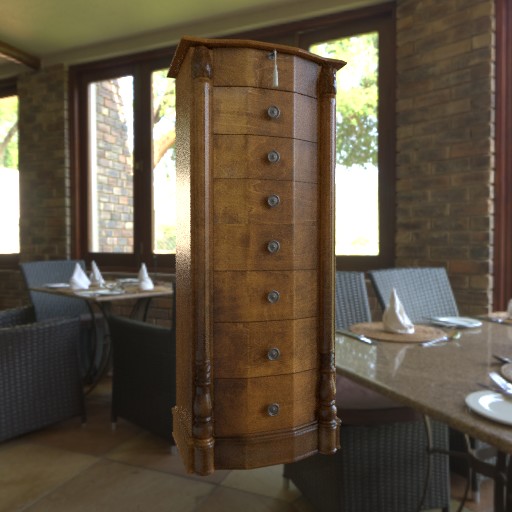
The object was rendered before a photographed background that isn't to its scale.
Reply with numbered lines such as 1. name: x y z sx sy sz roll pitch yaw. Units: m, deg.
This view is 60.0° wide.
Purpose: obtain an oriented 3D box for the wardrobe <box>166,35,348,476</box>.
1. wardrobe: 0.000 0.000 1.118 0.406 0.959 0.273 0 1 -19
